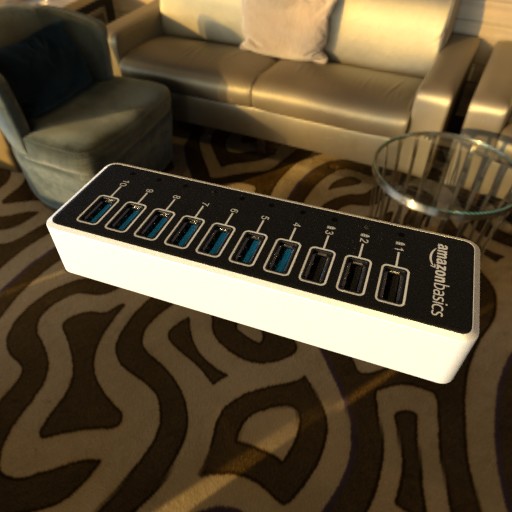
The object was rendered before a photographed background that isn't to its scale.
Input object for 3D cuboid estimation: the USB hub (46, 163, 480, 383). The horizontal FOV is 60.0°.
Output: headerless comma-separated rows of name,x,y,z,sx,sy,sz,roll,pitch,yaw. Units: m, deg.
USB hub,0.000,0.000,0.160,0.145,0.023,0.044,14,46,14
